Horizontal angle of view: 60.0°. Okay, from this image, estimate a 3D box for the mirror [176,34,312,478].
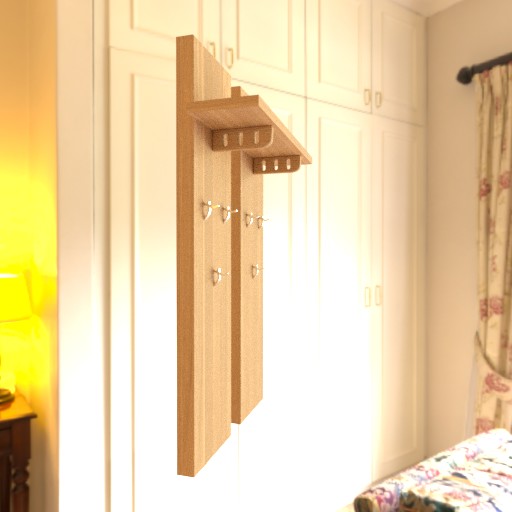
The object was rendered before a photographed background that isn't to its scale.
[{"bbox_3d":[0.000,0.000,1.564,0.260,1.250,0.800,0,1,17],"label":"mirror"}]
